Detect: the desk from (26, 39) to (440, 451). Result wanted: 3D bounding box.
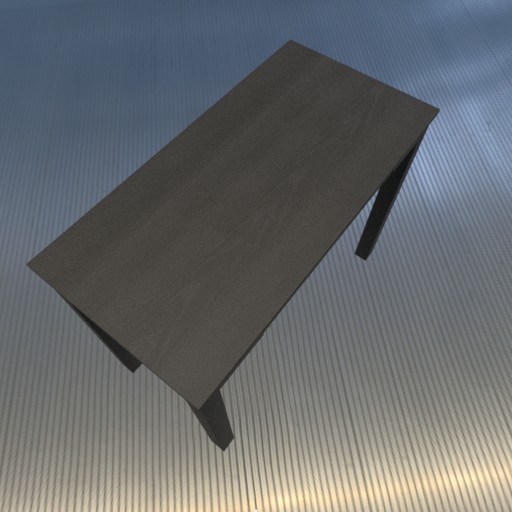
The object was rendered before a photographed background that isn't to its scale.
[{"bbox_3d":[0.000,0.000,1.412,0.499,0.762,0.991,34,66,18],"label":"desk"}]
